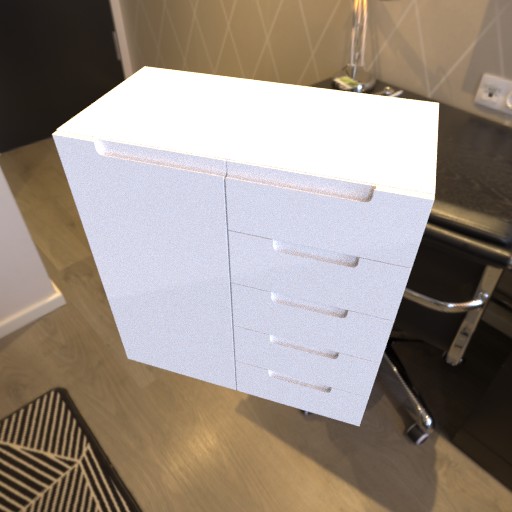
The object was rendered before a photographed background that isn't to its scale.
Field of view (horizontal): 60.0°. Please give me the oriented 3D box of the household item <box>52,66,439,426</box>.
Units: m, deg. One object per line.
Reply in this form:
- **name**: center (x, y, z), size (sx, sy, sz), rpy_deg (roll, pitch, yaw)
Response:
- **household item**: center (0.000, 0.000, 1.316), size (0.800, 0.870, 0.420), rpy_deg (12, 44, 13)
